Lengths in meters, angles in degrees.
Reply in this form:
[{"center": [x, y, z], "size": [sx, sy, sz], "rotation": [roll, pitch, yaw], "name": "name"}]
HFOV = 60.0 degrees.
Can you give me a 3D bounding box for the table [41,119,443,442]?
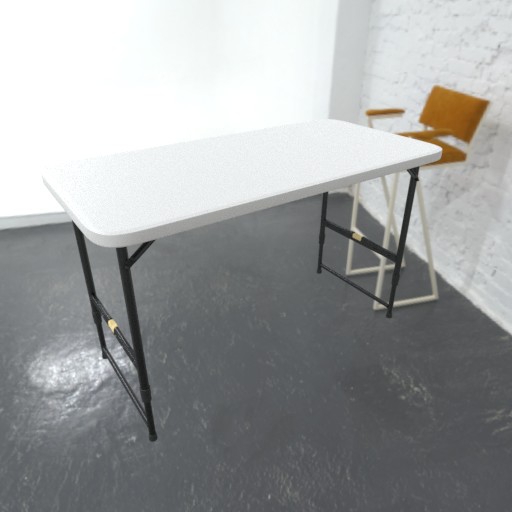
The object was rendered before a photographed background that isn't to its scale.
[{"center": [0.000, 0.000, 1.613], "size": [1.219, 0.737, 0.610], "rotation": [-19, 34, -30], "name": "table"}]
